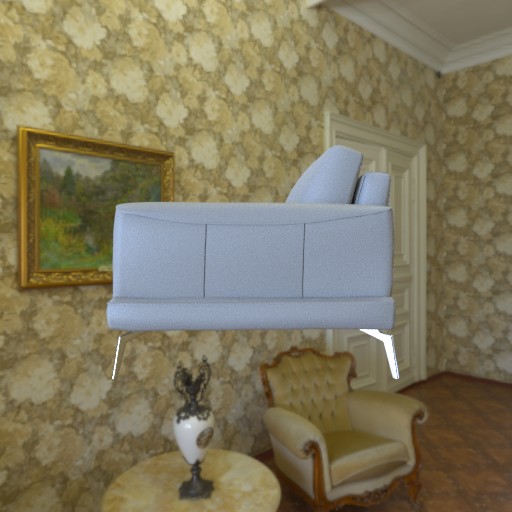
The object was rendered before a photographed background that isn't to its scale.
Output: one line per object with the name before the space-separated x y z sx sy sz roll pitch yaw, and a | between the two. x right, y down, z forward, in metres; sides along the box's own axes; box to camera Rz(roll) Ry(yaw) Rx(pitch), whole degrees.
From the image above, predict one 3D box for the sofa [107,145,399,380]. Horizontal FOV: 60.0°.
sofa | 0.000 0.000 2.664 1.121 0.930 2.177 0 0 1
